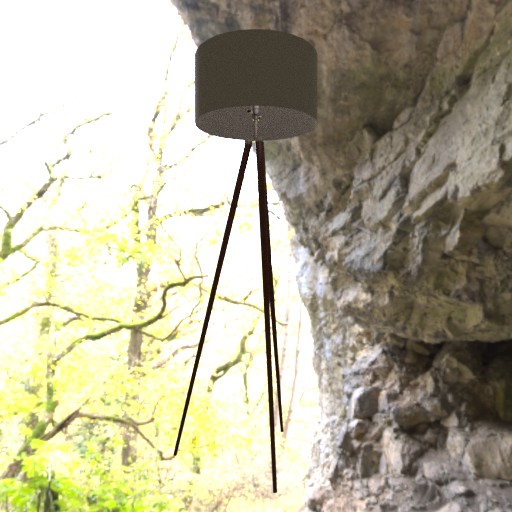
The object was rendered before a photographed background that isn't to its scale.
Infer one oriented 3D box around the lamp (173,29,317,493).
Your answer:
[{"bbox_3d":[0.000,0.000,1.760,0.483,1.553,0.483,0,1,35],"label":"lamp"}]
